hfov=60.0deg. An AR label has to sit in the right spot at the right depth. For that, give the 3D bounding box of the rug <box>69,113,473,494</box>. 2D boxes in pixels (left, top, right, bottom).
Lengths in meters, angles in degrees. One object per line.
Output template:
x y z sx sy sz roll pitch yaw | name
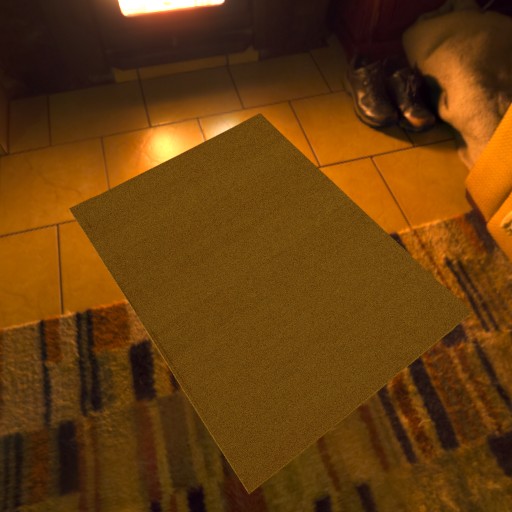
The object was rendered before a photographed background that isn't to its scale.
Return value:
0.000 0.000 4.216 2.434 0.045 3.202 -31 63 -18 | rug
